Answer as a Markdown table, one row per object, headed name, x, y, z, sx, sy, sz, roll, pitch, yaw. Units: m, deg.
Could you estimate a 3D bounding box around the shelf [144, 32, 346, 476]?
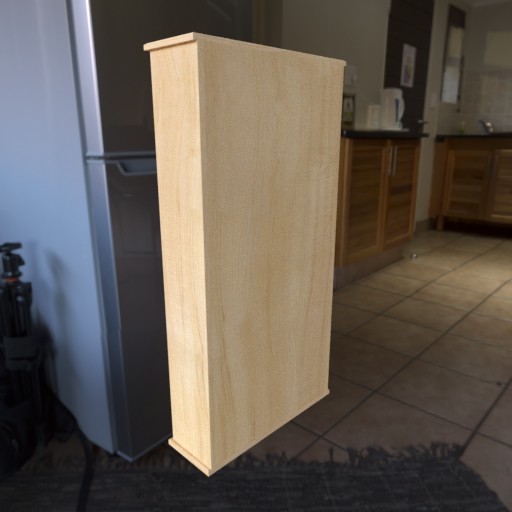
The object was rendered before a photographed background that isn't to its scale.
| name | x | y | z | sx | sy | sz | roll | pitch | yaw |
| --- | --- | --- | --- | --- | --- | --- | --- | --- | --- |
| shelf | 0.000 | 0.000 | 1.222 | 0.175 | 1.030 | 0.520 | 15 | 22 | 42 |
